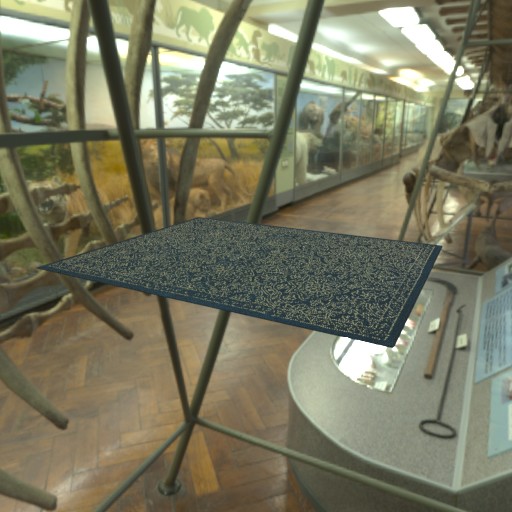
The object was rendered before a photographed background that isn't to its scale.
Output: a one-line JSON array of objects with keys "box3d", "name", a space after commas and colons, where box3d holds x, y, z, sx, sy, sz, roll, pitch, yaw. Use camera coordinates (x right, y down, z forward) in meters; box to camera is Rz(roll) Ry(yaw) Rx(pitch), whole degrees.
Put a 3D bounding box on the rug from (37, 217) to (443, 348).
[{"box3d": [0.000, 0.000, 4.202, 3.048, 0.010, 2.438, 9, 19, 27], "name": "rug"}]
